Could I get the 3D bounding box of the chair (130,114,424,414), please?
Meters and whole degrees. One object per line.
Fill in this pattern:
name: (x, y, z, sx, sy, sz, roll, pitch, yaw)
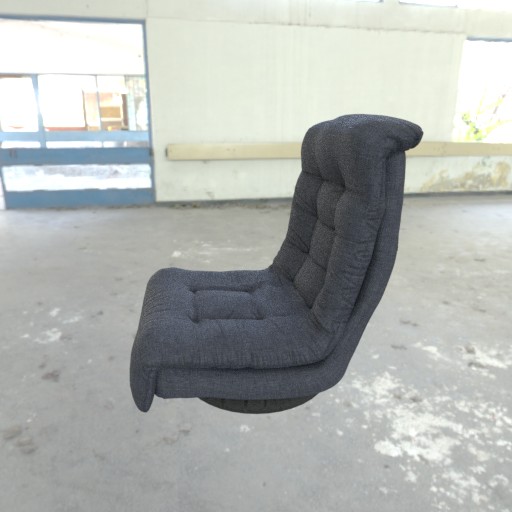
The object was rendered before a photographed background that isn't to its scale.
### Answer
chair: (0.000, 0.000, 1.224, 0.668, 0.749, 0.597, -3, 17, -9)
